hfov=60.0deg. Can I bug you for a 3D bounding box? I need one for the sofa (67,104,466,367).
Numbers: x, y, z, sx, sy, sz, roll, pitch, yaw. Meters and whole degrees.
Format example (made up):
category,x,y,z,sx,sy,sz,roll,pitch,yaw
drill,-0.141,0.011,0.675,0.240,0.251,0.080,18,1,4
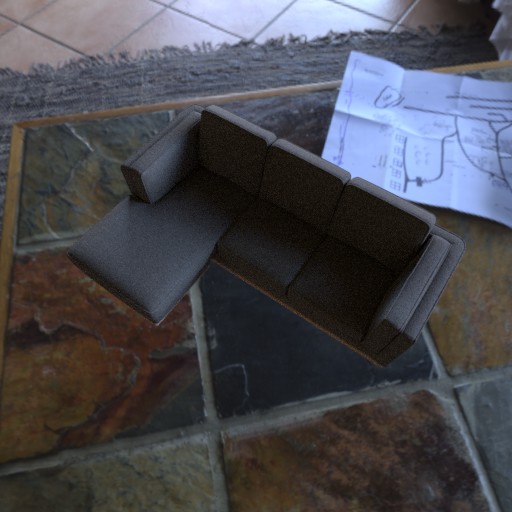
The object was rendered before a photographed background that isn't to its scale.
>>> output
category,x,y,z,sx,sy,sz,roll,pitch,yaw
sofa,0.000,0.000,3.228,2.411,0.929,1.604,31,64,17
